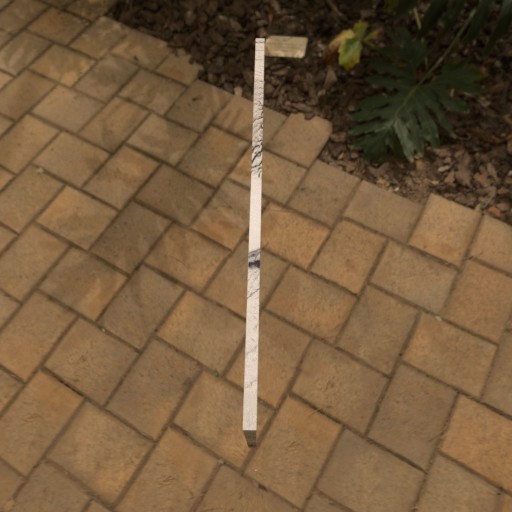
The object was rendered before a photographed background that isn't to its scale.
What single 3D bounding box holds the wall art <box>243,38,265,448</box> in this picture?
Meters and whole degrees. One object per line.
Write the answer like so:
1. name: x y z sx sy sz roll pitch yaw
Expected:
1. wall art: 0.000 0.000 1.181 0.023 0.607 0.914 1 64 1
